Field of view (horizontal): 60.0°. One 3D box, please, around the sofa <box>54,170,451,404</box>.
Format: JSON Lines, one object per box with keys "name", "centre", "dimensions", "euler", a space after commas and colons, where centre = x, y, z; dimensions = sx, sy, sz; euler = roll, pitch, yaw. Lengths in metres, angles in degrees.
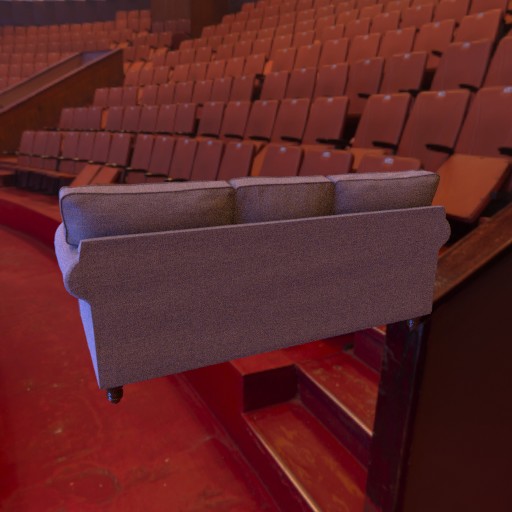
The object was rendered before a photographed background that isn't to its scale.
{"name": "sofa", "centre": [0.000, 0.000, 2.551], "dimensions": [2.084, 0.961, 0.916], "euler": [-7, 17, -25]}
